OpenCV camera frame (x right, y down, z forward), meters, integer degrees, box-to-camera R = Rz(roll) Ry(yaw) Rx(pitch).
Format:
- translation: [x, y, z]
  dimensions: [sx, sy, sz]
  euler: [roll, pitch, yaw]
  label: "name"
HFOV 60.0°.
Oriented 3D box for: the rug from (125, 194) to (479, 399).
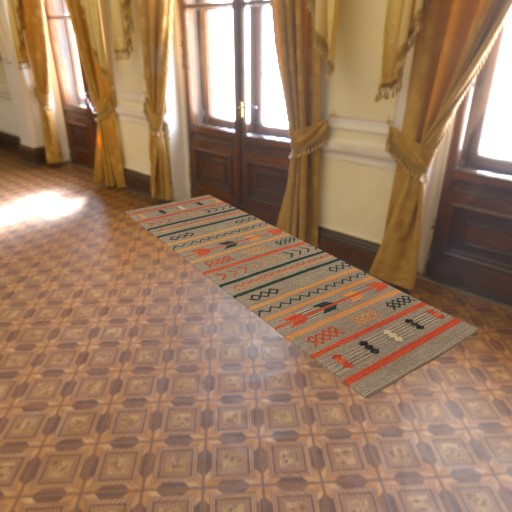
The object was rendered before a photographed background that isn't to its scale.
- translation: [0.000, 0.000, 2.675]
  dimensions: [0.744, 0.022, 2.419]
  euler: [-17, 30, -31]
  label: "rug"
